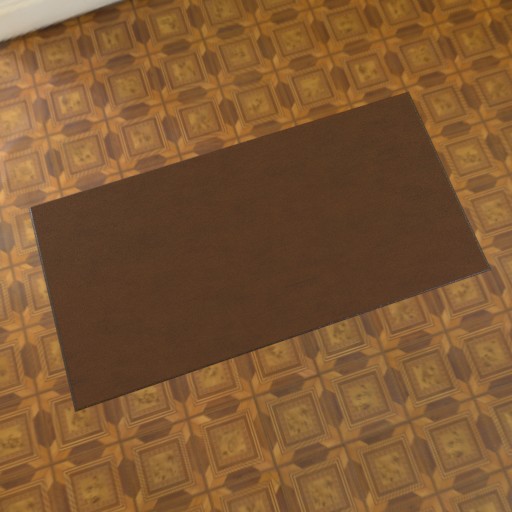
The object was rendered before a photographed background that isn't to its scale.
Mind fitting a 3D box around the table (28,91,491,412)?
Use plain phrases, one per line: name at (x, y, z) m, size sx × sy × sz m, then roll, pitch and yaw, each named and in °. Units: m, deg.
table at (0.000, 0.000, 1.483) m, size 1.197 × 0.459 × 0.594 m, roll -18°, pitch 77°, yaw -4°
